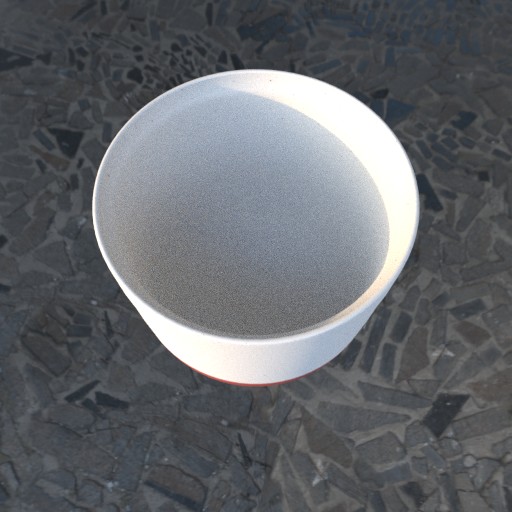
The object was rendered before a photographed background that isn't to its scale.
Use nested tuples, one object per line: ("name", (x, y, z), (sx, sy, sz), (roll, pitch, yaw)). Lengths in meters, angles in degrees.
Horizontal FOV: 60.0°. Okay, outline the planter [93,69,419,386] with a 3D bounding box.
("planter", (0.000, 0.000, 0.484), (0.268, 0.270, 0.268), (0, 64, 0))
